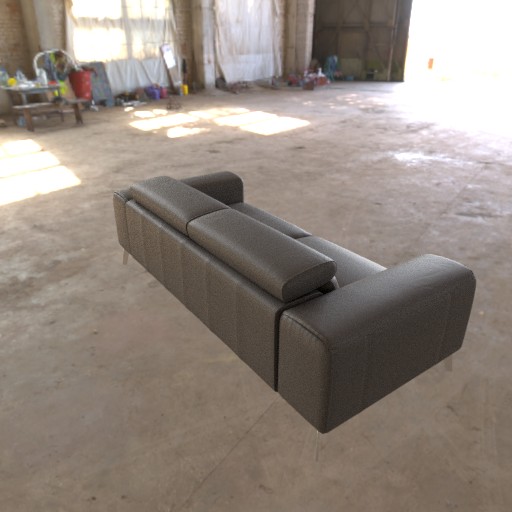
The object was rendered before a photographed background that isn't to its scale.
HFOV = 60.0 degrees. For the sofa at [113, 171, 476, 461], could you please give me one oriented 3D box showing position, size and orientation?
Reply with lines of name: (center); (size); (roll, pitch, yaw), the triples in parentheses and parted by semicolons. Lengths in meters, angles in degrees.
sofa: (0.000, 0.000, 2.798); (1.023, 0.759, 2.321); (-17, 31, -32)
